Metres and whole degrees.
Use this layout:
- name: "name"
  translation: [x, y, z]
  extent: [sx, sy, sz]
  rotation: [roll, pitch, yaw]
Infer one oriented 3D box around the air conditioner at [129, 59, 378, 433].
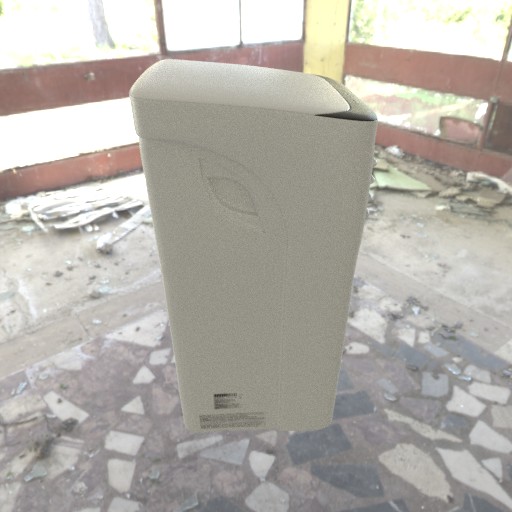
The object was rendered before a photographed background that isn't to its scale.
- name: "air conditioner"
  translation: [0.000, 0.000, 0.903]
  extent: [0.369, 0.716, 0.352]
  rotation: [-1, 31, -2]
